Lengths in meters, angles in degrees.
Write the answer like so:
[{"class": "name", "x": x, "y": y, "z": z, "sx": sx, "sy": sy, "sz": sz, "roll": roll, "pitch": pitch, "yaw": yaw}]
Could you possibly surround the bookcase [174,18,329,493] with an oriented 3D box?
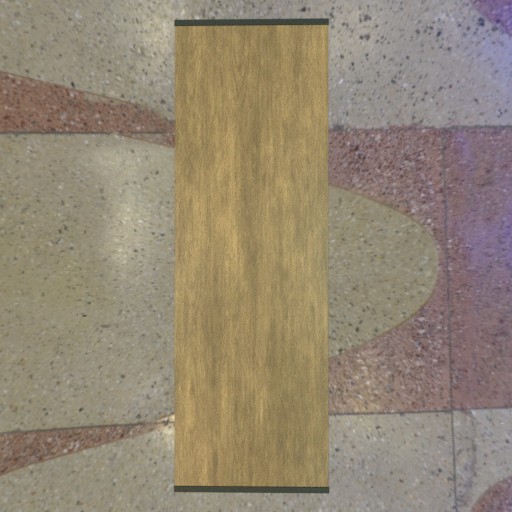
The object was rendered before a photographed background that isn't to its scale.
[{"class": "bookcase", "x": 0.000, "y": 0.000, "z": 1.429, "sx": 0.391, "sy": 0.712, "sz": 1.149, "roll": 0, "pitch": 90, "yaw": 1}]
